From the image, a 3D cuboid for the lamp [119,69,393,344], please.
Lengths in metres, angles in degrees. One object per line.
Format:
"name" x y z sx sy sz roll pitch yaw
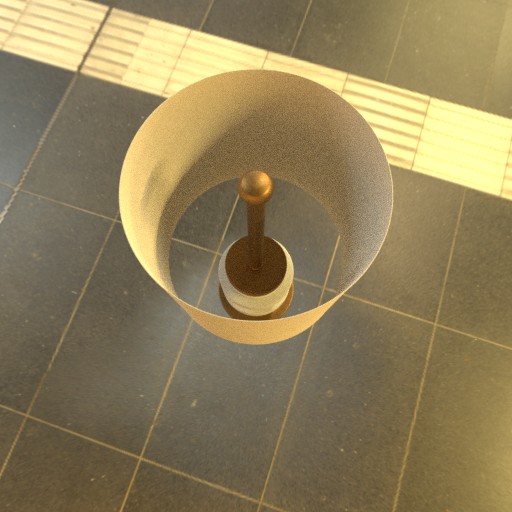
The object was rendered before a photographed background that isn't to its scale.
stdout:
"lamp" 0.000 0.000 0.532 0.210 0.410 0.210 -1 74 0
